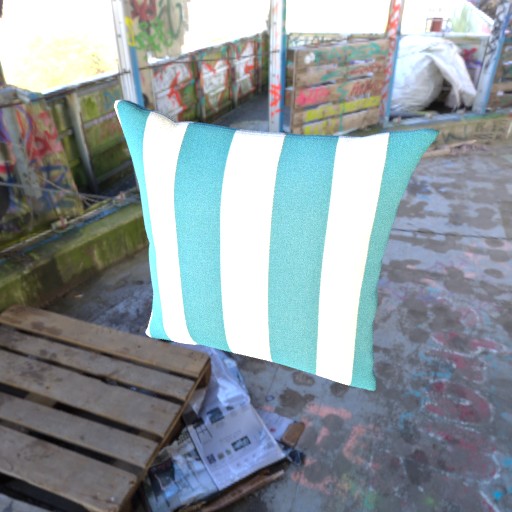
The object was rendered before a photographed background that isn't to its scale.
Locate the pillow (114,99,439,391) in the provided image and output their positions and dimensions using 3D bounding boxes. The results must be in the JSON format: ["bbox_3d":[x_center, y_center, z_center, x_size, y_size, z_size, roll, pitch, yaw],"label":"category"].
[{"bbox_3d":[0.000,0.000,0.823,0.536,0.526,0.189,10,33,16],"label":"pillow"}]
